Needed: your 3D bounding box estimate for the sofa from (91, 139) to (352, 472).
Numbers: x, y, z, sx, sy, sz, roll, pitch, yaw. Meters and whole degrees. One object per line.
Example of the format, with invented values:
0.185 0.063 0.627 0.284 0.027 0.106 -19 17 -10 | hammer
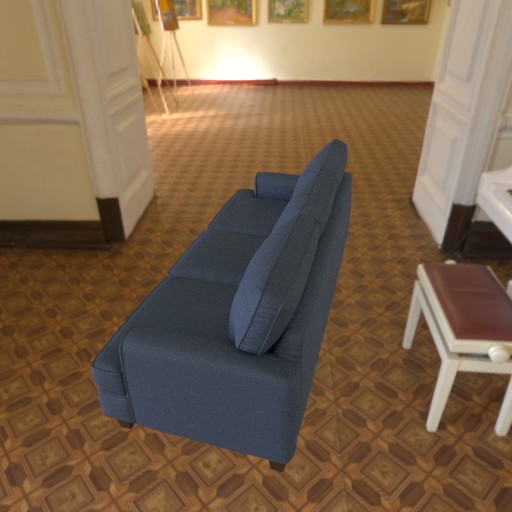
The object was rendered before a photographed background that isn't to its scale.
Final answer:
0.000 0.000 2.705 0.951 0.965 2.158 9 32 14 | sofa
